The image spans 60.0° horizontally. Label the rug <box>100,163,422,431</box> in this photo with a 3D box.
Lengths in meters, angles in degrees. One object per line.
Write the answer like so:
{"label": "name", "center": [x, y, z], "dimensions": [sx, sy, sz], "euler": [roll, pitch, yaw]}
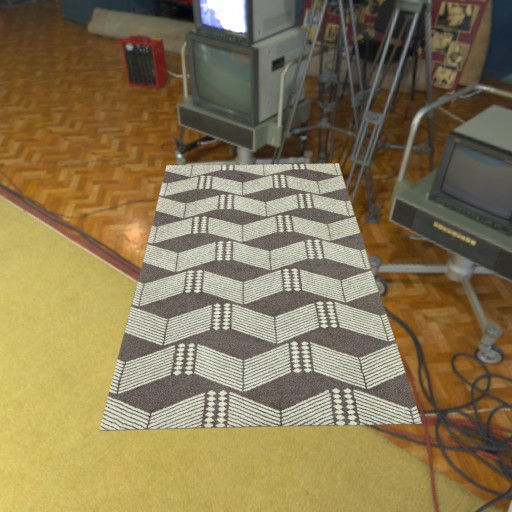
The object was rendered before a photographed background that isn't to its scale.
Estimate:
{"label": "rug", "center": [0.000, 0.000, 2.994], "dimensions": [1.517, 0.011, 2.435], "euler": [-1, 41, -1]}
